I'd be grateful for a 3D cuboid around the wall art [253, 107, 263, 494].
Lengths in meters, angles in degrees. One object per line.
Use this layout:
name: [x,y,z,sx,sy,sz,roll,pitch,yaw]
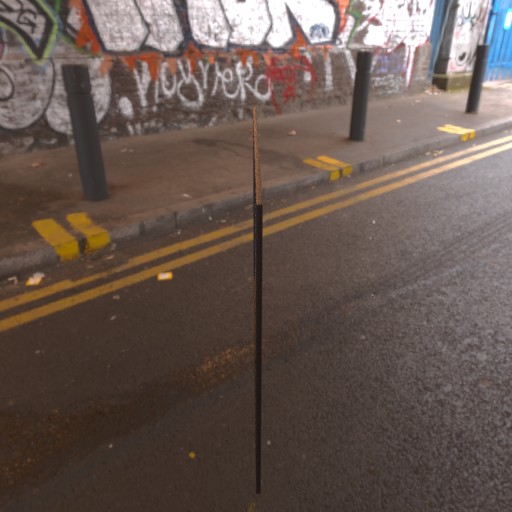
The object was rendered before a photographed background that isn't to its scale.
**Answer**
wall art: [0.000,0.000,1.522,0.013,0.811,1.192,0,27,-1]
